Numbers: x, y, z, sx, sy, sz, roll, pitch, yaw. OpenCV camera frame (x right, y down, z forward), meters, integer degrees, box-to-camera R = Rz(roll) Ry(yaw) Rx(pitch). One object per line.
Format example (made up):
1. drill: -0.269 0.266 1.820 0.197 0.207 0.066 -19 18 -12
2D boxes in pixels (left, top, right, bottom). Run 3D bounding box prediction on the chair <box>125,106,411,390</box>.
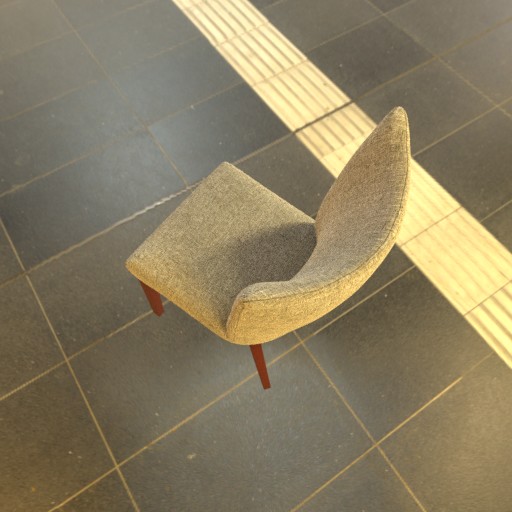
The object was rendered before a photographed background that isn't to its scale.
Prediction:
1. chair: 0.000 0.000 1.261 0.623 0.924 0.535 34 68 16
